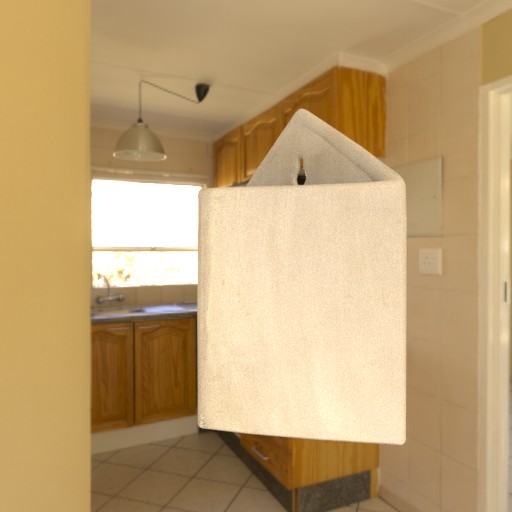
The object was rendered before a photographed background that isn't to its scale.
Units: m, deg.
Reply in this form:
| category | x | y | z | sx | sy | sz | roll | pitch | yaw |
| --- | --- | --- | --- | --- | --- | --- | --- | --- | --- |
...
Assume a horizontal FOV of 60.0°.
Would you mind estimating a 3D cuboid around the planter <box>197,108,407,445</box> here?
| category | x | y | z | sx | sy | sz | roll | pitch | yaw |
| --- | --- | --- | --- | --- | --- | --- | --- | --- | --- |
| planter | 0.000 | 0.000 | 0.272 | 0.080 | 0.194 | 0.163 | -1 | 1 | -36 |
